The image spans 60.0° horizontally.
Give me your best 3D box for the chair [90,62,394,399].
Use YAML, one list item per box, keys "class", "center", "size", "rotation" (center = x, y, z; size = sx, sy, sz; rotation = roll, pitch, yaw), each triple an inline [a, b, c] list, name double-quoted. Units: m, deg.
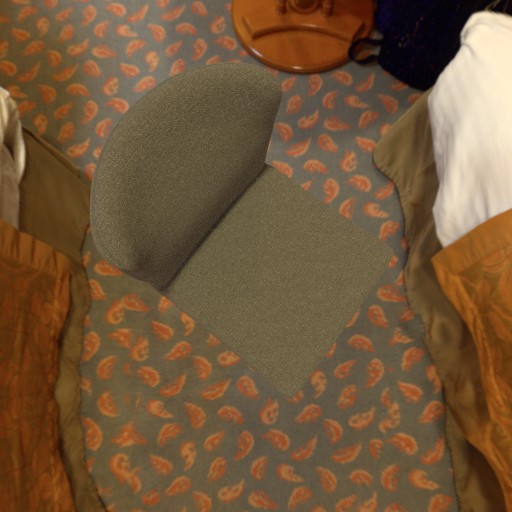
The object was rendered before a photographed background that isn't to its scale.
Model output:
- class: "chair"
  center: [0.000, 0.000, 1.170]
  size: [0.589, 0.839, 0.491]
  rotation: [37, 78, 9]
